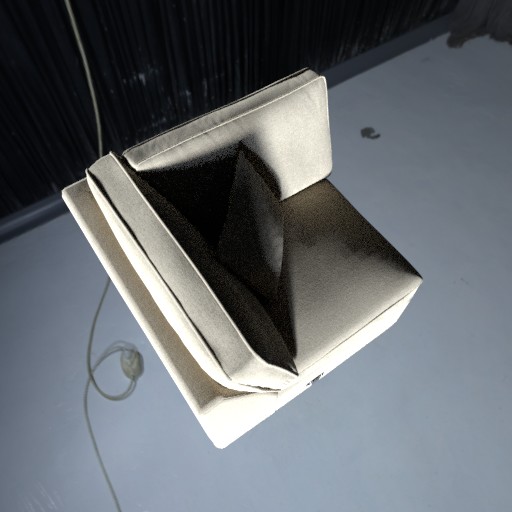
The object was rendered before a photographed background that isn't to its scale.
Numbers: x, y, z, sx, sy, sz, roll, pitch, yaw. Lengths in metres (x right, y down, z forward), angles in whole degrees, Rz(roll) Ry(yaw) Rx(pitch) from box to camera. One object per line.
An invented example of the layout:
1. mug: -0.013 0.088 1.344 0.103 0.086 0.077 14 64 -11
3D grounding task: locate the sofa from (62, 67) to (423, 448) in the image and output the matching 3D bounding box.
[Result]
1. sofa: 0.000 0.000 1.962 1.146 1.002 1.084 -31 64 -17
